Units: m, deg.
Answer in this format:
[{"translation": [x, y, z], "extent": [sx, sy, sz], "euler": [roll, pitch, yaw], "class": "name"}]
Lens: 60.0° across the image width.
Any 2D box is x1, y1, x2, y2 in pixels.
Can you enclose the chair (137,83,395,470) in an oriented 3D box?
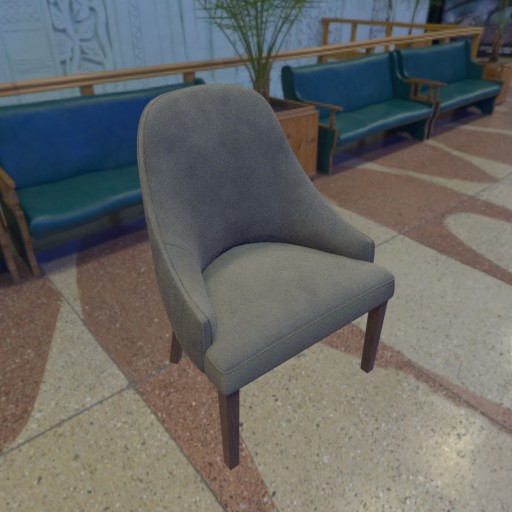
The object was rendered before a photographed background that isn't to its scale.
[{"translation": [0.000, 0.000, 1.318], "extent": [0.643, 0.889, 0.575], "euler": [-22, 38, -32], "class": "chair"}]
